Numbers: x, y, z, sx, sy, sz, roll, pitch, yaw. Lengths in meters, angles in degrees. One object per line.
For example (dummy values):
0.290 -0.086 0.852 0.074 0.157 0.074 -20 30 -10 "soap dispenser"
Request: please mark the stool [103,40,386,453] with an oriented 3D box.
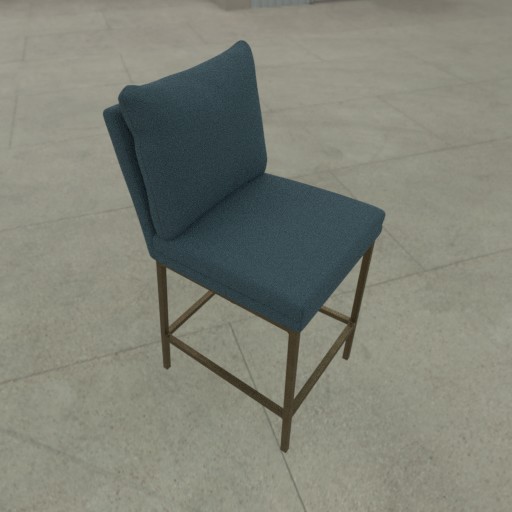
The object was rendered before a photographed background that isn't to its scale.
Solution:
0.000 0.000 1.295 0.568 1.032 0.463 25 46 26 "stool"
